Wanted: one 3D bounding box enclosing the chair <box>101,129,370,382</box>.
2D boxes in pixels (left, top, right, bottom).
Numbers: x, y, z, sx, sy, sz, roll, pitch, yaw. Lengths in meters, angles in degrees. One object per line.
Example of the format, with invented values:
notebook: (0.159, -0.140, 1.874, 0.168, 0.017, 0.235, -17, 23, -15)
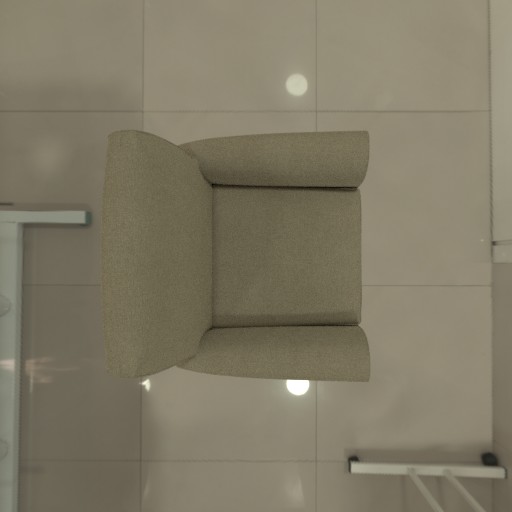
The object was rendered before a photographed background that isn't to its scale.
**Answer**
chair: (0.000, 0.000, 1.789, 0.905, 1.061, 0.978, 0, 89, 0)
